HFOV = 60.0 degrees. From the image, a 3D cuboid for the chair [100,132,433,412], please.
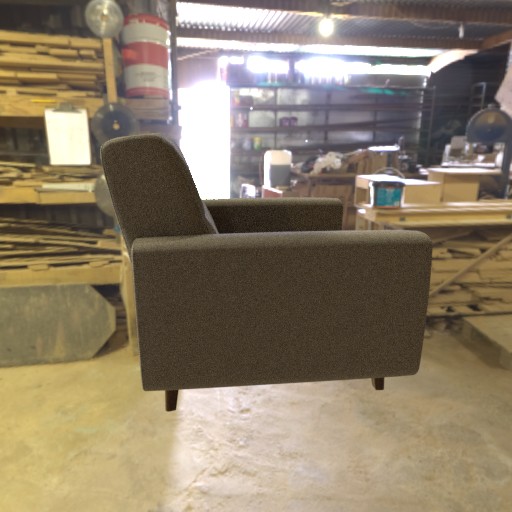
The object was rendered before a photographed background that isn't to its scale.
[{"bbox_3d":[0.000,0.000,1.566,0.907,0.839,0.831,-3,16,-9],"label":"chair"}]
